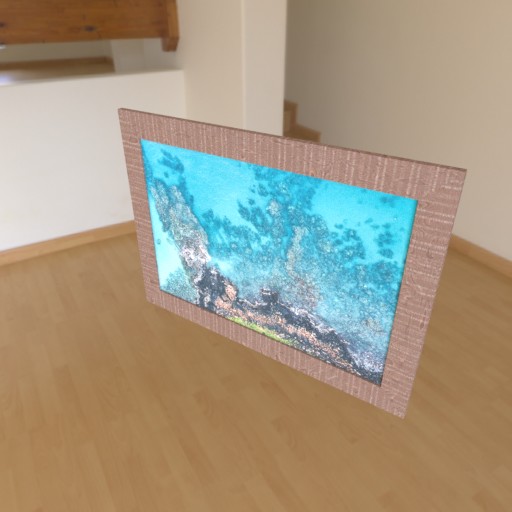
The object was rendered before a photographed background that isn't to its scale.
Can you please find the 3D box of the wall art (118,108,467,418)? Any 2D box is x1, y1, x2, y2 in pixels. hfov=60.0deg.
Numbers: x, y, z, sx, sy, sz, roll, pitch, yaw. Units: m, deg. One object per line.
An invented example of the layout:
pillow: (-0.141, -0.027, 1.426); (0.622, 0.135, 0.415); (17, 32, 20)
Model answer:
wall art: (0.000, 0.000, 1.370); (1.056, 0.761, 0.020); (19, 35, 28)
